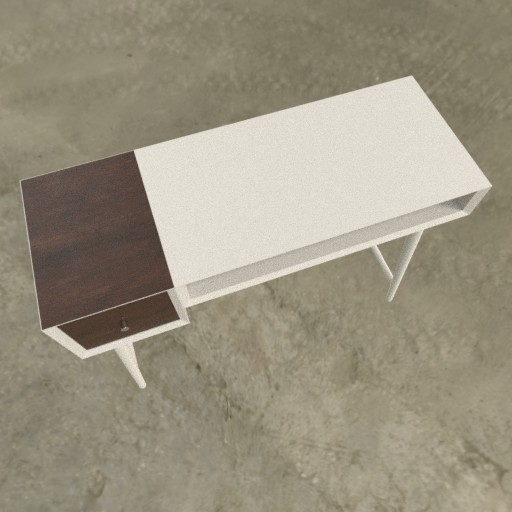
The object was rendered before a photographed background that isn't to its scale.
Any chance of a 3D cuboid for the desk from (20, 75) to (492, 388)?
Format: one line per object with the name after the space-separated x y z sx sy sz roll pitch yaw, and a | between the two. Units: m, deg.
0.000 0.000 1.407 1.069 0.761 0.409 -18 65 -9 | desk
